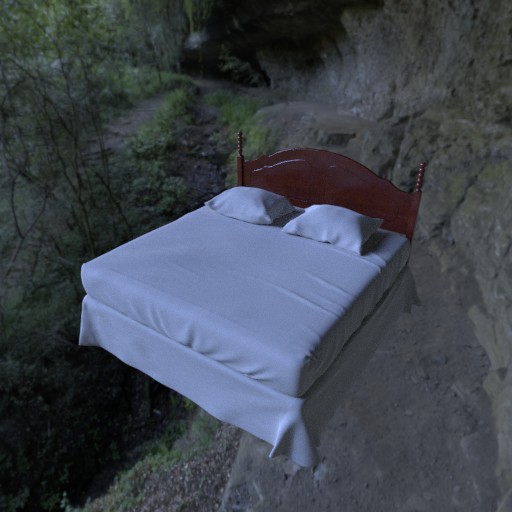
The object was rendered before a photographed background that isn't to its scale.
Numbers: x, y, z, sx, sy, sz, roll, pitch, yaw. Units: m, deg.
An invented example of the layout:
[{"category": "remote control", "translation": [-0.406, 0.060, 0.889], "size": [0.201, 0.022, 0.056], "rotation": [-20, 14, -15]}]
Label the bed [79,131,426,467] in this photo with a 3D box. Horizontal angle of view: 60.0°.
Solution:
[{"category": "bed", "translation": [0.000, 0.000, 3.633], "size": [2.322, 1.355, 2.219], "rotation": [18, 34, 30]}]
